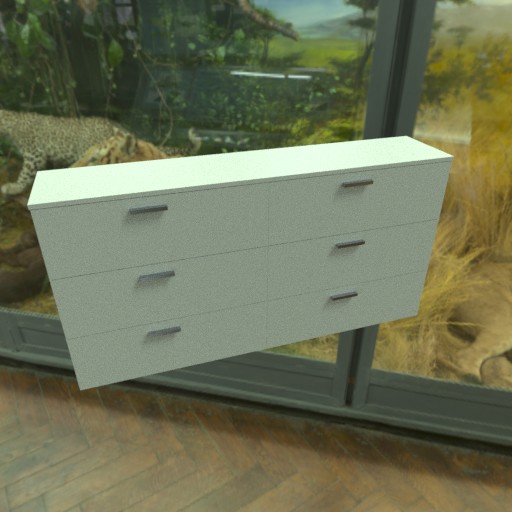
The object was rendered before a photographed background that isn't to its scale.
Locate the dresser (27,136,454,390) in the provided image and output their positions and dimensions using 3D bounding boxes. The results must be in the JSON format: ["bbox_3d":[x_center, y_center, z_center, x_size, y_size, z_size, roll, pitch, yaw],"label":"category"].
[{"bbox_3d":[0.000,0.000,1.851,1.535,0.790,0.333,-9,31,-16],"label":"dresser"}]
